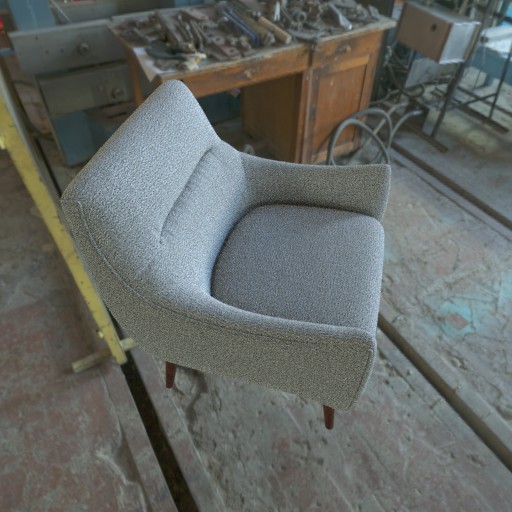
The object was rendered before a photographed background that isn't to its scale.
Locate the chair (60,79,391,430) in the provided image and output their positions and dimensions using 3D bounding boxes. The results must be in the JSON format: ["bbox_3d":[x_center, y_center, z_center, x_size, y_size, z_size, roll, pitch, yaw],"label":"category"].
[{"bbox_3d":[0.000,0.000,1.403,0.787,0.838,0.762,11,47,10],"label":"chair"}]
